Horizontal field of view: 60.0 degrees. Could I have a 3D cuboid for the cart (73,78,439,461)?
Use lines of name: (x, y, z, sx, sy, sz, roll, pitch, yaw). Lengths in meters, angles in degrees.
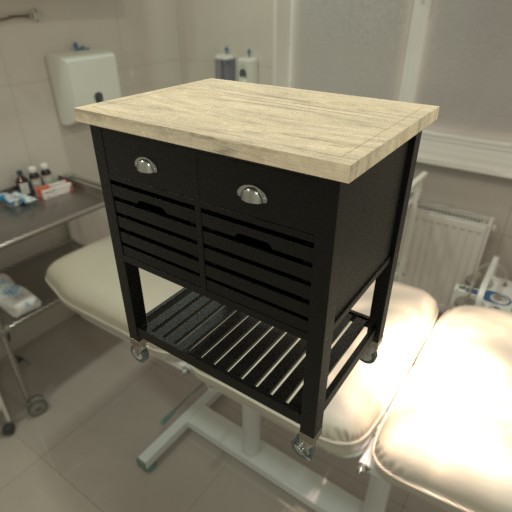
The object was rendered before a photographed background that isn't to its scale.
cart: (0.000, 0.000, 1.410, 0.797, 0.920, 0.567, 19, 36, 29)
